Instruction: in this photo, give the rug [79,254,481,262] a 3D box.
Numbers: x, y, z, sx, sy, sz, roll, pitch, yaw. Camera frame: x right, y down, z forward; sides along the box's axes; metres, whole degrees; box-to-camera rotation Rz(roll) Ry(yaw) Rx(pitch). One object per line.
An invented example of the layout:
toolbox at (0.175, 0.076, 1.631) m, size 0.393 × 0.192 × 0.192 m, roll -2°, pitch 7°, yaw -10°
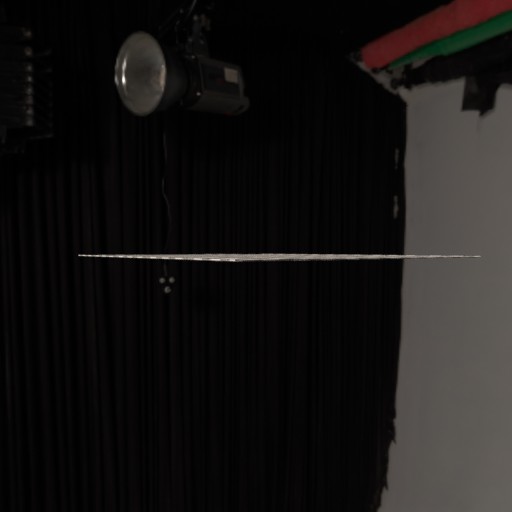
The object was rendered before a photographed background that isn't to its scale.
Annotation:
rug at (0.000, 0.000, 4.158) m, size 2.432 × 0.013 × 3.021 m, roll 0°, pitch 1°, yaw -36°
